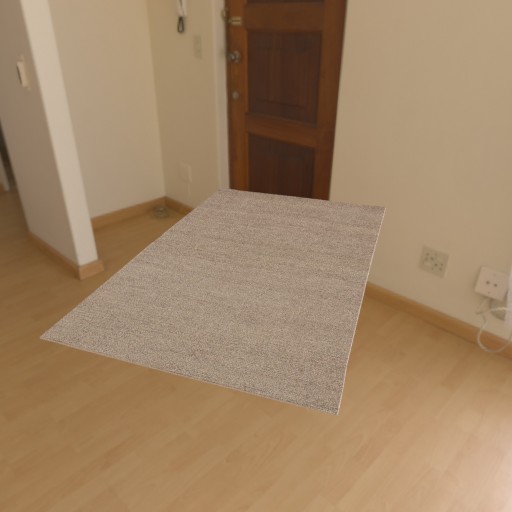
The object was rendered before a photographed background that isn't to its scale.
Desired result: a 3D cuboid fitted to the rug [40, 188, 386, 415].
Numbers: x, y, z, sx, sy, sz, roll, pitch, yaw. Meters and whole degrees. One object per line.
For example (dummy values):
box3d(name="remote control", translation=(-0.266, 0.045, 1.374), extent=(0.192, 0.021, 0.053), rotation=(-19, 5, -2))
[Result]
box3d(name="rug", translation=(0.000, 0.000, 2.280), extent=(1.154, 0.021, 1.792), rotation=(9, 30, 17))
